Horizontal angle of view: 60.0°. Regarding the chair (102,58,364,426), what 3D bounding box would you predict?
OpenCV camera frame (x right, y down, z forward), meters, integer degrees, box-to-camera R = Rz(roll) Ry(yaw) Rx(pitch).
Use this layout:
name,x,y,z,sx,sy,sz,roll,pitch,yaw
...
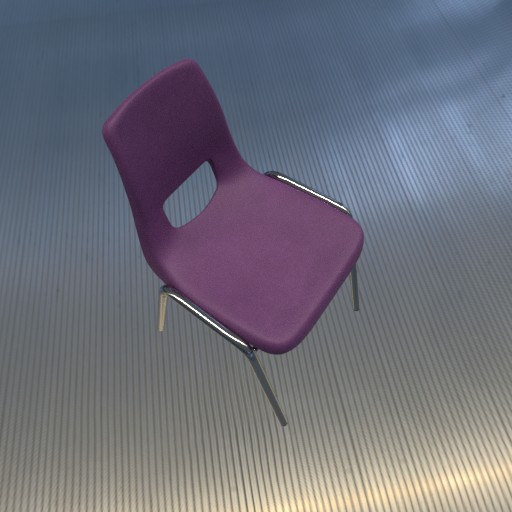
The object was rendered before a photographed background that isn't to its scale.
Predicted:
name,x,y,z,sx,sy,sz,roll,pitch,yaw
chair,0.000,0.000,0.912,0.432,0.654,0.381,31,64,17
